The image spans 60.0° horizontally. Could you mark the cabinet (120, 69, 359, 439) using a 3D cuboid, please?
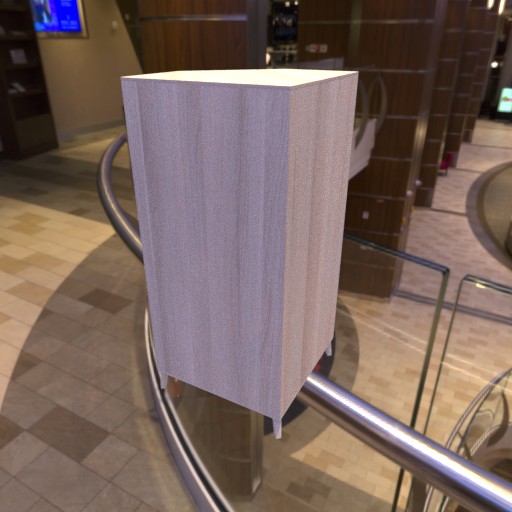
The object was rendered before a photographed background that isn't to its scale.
[{"bbox_3d":[0.000,0.000,2.599,1.272,1.957,0.969,-7,27,-15],"label":"cabinet"}]
